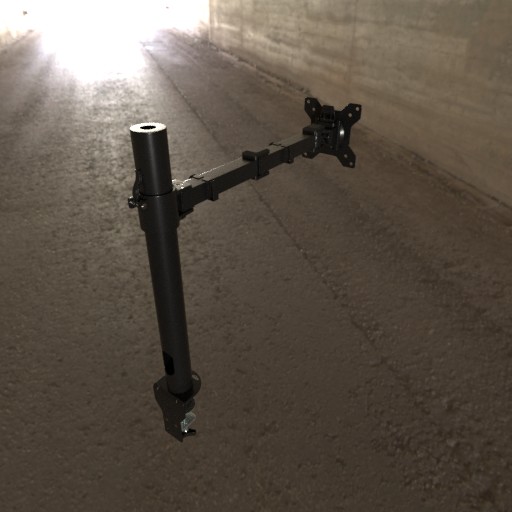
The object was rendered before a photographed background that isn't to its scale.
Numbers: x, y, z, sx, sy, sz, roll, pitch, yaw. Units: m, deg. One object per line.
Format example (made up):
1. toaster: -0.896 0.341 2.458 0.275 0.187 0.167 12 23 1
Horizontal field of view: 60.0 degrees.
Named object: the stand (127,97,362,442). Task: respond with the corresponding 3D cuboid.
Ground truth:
1. stand: 0.000 0.000 0.744 0.115 0.510 0.456 21 37 31
